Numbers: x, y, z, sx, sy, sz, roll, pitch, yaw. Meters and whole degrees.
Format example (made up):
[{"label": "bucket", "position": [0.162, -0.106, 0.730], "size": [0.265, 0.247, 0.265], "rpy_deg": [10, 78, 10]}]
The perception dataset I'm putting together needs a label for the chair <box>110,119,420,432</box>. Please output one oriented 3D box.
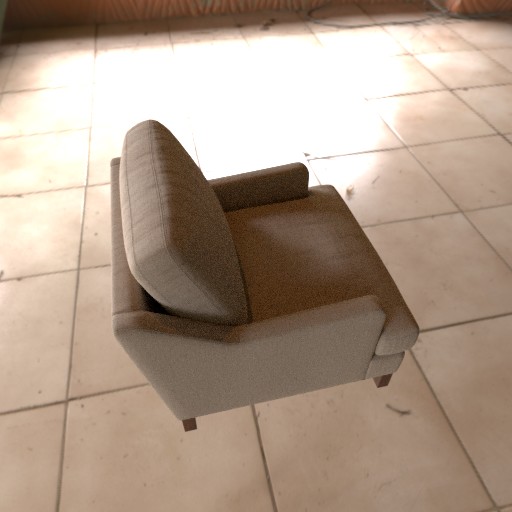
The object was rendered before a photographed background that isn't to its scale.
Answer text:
[{"label": "chair", "position": [0.000, 0.000, 1.737], "size": [1.001, 0.916, 0.912], "rpy_deg": [-10, 46, -9]}]
